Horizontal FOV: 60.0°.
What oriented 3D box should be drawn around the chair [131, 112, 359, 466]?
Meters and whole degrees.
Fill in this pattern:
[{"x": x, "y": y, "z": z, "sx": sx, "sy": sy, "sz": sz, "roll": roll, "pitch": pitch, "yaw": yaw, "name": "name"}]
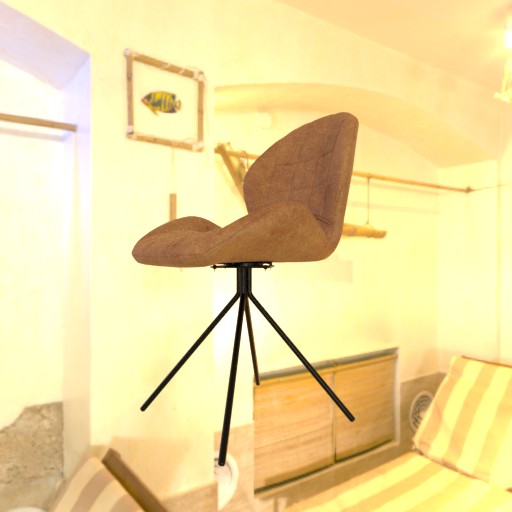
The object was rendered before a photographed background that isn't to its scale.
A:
[{"x": 0.000, "y": 0.000, "z": 1.307, "sx": 0.640, "sy": 0.929, "sz": 0.527, "roll": 0, "pitch": 0, "yaw": -37, "name": "chair"}]
